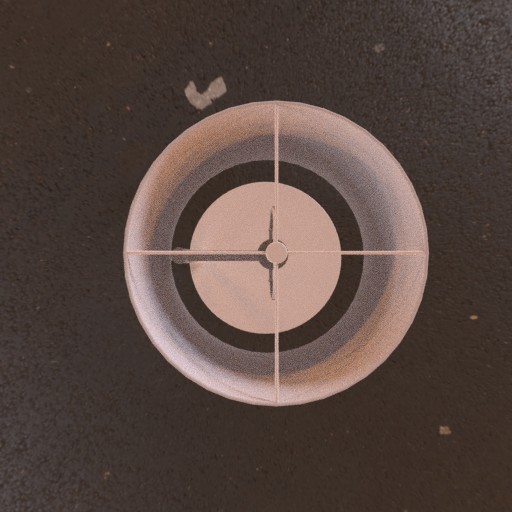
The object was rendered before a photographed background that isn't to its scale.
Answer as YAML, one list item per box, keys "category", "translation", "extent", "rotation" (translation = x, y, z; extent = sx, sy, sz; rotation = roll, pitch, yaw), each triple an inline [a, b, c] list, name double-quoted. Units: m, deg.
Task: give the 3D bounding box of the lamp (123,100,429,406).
- category: "lamp"
  translation: [0.000, 0.000, 0.660]
  extent: [0.341, 0.454, 0.299]
  rotation: [0, 89, -1]
